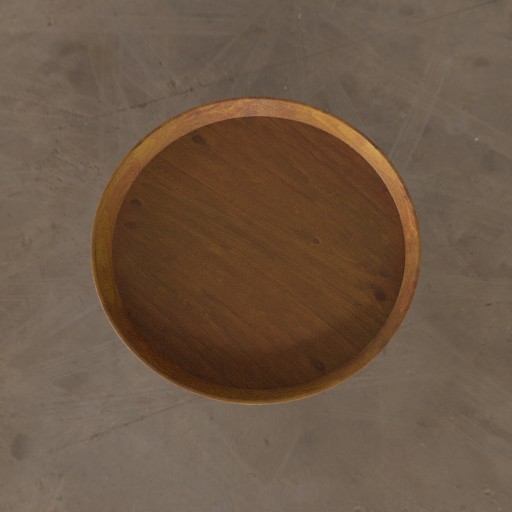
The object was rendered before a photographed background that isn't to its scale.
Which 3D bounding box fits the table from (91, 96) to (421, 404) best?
[{"bbox_3d":[0.000,0.000,1.594,1.016,0.470,1.016,0,74,0],"label":"table"}]
